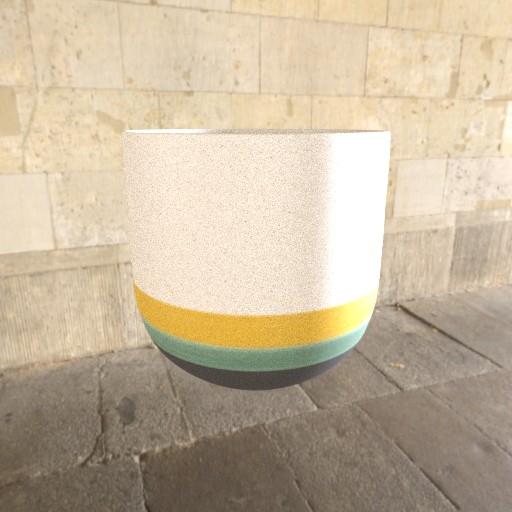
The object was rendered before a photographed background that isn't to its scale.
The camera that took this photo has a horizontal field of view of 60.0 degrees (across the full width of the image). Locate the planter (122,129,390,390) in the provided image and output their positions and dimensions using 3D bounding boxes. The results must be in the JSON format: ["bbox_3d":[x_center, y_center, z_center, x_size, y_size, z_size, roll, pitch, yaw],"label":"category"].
[{"bbox_3d":[0.000,0.000,0.495,0.268,0.270,0.268,0,17,0],"label":"planter"}]
